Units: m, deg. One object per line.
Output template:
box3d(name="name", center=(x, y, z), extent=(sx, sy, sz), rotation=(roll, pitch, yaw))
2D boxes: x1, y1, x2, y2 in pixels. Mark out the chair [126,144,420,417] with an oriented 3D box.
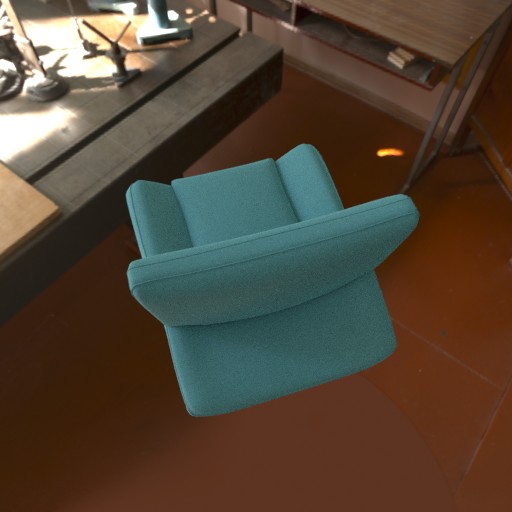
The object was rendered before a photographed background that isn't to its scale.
box3d(name="chair", center=(0.000, 0.000, 1.685), extent=(0.859, 0.855, 1.008), rotation=(-15, 59, -9))
